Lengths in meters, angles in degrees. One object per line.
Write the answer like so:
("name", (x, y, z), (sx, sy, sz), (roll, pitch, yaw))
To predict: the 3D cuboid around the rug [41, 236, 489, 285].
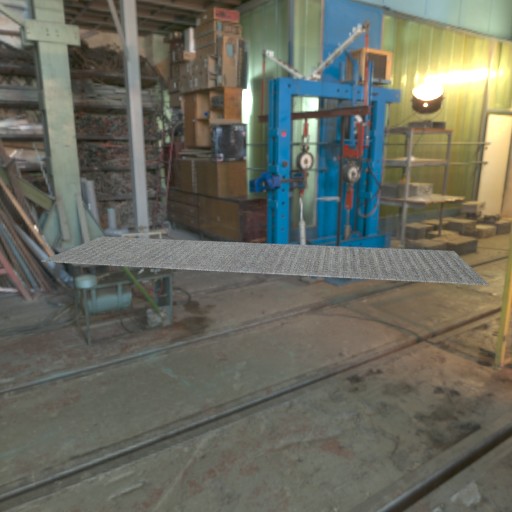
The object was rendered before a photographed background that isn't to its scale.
("rug", (0.000, 0.000, 2.710), (2.443, 0.009, 0.706), (3, 14, 10))
